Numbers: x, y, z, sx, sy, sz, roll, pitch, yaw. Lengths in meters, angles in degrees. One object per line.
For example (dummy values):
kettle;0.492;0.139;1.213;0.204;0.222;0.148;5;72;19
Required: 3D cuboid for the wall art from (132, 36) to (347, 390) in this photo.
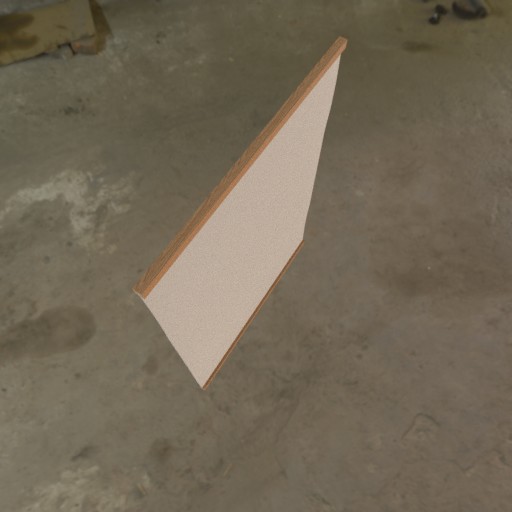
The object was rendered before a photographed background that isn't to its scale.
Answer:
wall art;0.000;0.000;1.338;0.020;1.016;0.739;30;68;14
